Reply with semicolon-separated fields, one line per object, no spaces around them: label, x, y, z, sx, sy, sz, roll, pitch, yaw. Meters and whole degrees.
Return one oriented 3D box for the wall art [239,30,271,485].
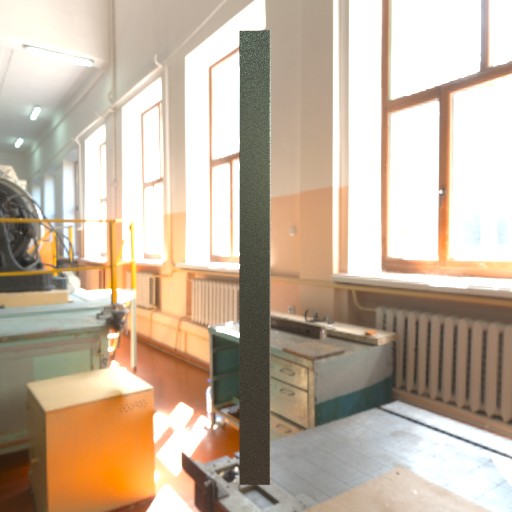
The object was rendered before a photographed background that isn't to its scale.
wall art;0.000;0.000;0.761;0.038;0.549;0.452;0;1;0
